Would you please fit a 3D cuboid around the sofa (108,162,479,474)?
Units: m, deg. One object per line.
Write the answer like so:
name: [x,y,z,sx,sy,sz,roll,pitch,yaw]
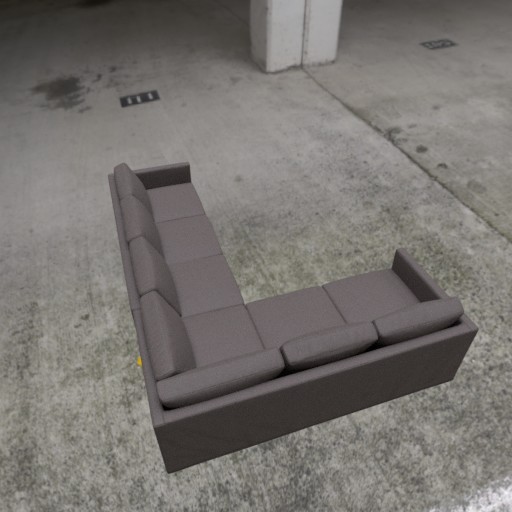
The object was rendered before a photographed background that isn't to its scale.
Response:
sofa: [0.000,0.000,4.274,2.432,0.871,3.182,-13,42,-14]
